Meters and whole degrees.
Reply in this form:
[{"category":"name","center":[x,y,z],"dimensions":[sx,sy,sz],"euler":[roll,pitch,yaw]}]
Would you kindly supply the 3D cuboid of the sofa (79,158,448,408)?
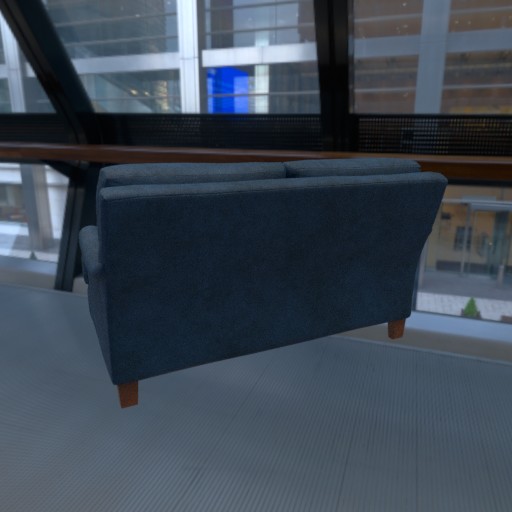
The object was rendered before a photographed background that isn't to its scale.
[{"category":"sofa","center":[0.000,0.000,2.553],"dimensions":[1.853,1.101,1.084],"euler":[-7,16,-25]}]
